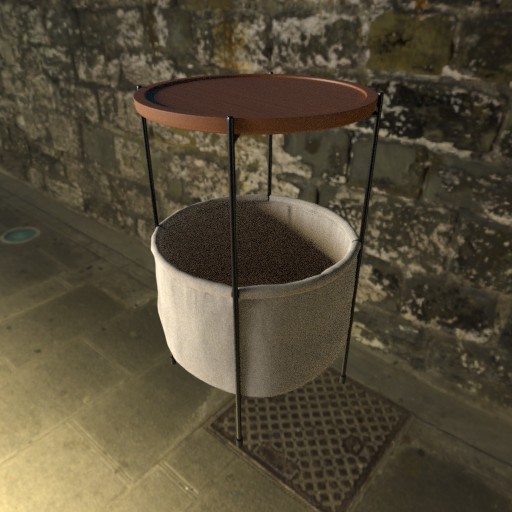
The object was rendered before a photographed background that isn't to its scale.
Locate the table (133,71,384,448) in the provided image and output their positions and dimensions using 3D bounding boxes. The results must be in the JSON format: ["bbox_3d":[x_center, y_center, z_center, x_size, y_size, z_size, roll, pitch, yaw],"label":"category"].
[{"bbox_3d":[0.000,0.000,0.871,0.393,0.623,0.393,-20,36,-31],"label":"table"}]
